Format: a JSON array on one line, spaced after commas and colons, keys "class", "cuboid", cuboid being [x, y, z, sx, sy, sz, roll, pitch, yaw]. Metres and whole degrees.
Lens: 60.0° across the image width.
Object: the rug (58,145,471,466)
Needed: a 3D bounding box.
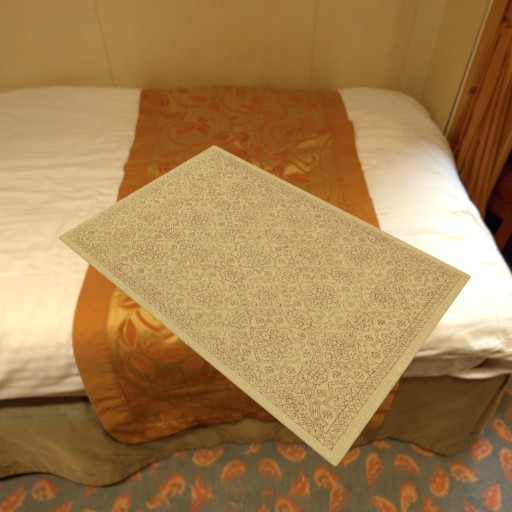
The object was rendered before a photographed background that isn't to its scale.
[{"class": "rug", "cuboid": [0.000, 0.000, 2.338, 1.829, 0.010, 1.219, 32, 54, 27]}]
